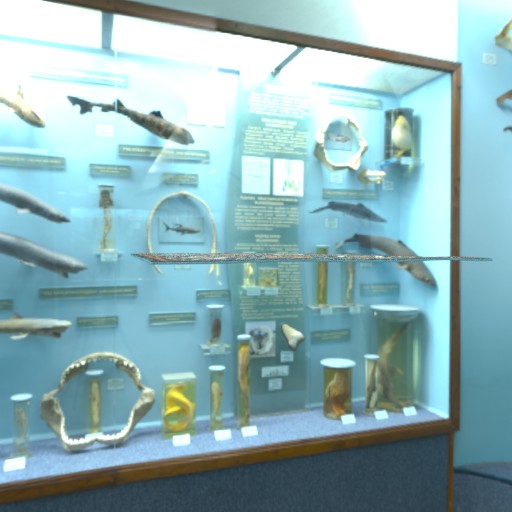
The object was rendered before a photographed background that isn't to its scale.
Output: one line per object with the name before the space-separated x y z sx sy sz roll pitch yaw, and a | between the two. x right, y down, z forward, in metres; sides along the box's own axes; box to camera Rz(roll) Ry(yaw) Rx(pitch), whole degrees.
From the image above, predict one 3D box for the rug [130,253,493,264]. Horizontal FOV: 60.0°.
rug | 0.000 0.000 2.266 1.195 0.014 1.847 0 1 -18
